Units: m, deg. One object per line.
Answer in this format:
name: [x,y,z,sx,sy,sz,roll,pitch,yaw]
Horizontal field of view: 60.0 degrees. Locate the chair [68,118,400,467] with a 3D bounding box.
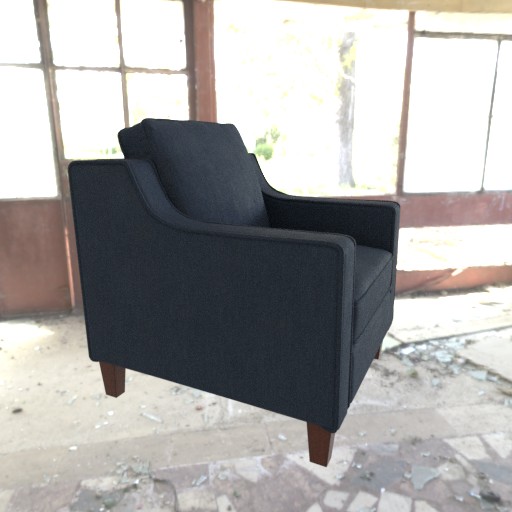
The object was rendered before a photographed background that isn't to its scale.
chair: [0.000,0.000,1.625,0.909,0.960,0.831,7,16,26]
